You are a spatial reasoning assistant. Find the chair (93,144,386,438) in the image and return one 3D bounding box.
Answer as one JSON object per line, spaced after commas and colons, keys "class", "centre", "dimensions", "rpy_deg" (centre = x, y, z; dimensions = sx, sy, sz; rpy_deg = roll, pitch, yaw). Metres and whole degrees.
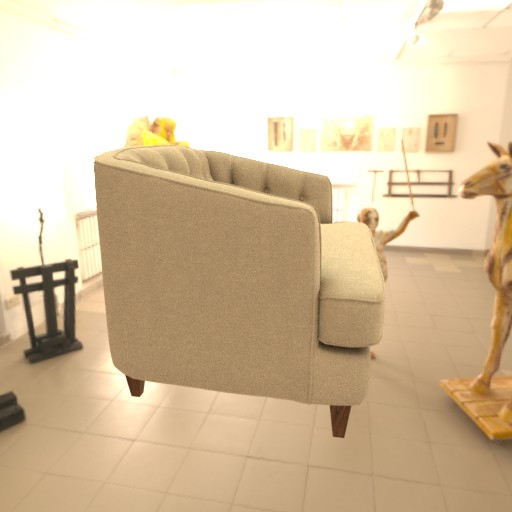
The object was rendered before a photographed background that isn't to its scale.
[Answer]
{"class": "chair", "centre": [0.000, 0.000, 1.763], "dimensions": [0.941, 0.852, 1.104], "rpy_deg": [3, 15, 11]}
